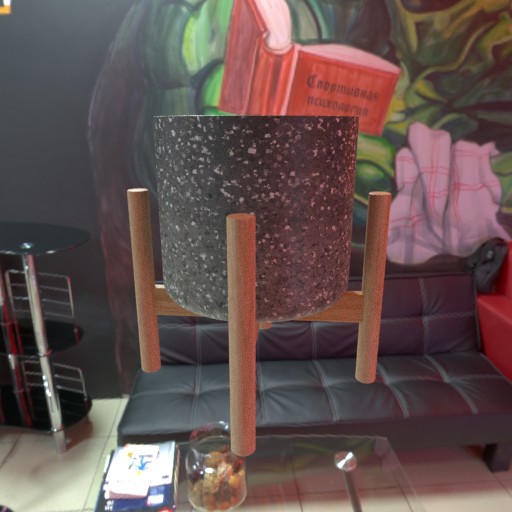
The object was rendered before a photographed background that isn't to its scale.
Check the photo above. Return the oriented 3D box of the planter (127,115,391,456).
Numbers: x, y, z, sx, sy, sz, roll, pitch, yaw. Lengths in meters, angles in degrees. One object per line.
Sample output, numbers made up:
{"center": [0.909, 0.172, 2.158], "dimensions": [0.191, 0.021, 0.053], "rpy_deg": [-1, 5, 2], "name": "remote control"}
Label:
{"center": [0.000, 0.000, 0.535], "dimensions": [0.284, 0.320, 0.284], "rpy_deg": [9, 19, 27], "name": "planter"}
